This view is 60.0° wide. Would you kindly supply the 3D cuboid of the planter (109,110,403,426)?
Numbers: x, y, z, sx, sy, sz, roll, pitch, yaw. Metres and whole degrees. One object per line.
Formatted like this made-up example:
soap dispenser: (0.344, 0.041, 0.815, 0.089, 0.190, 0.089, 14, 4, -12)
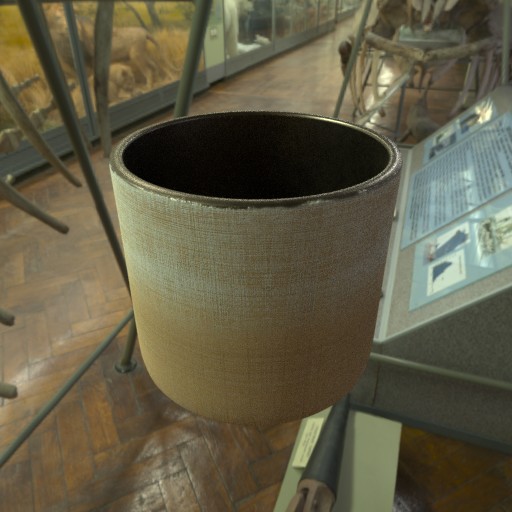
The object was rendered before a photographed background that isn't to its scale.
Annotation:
planter: (0.000, 0.000, 0.390, 0.221, 0.201, 0.221, 0, 32, 0)
